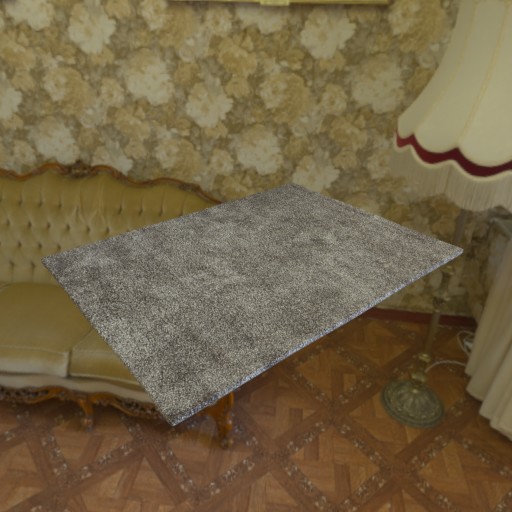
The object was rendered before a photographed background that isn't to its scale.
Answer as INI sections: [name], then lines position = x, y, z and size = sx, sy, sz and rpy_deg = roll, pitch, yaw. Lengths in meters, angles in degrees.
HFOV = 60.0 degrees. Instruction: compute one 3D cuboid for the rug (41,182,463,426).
[rug]
position = 0.000, 0.000, 2.094
size = 1.601, 0.025, 1.198
rpy_deg = -22, 36, -34
